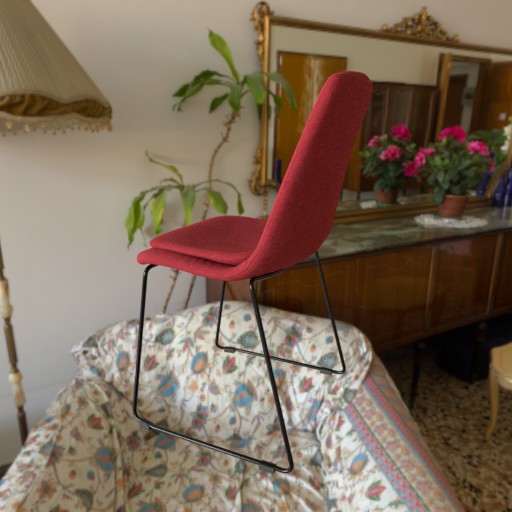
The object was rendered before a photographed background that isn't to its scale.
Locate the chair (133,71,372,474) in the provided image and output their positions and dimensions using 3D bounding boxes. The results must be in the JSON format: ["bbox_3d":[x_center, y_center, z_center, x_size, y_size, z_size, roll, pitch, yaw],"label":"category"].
[{"bbox_3d":[0.000,0.000,1.150,0.518,0.858,0.479,7,17,24],"label":"chair"}]
